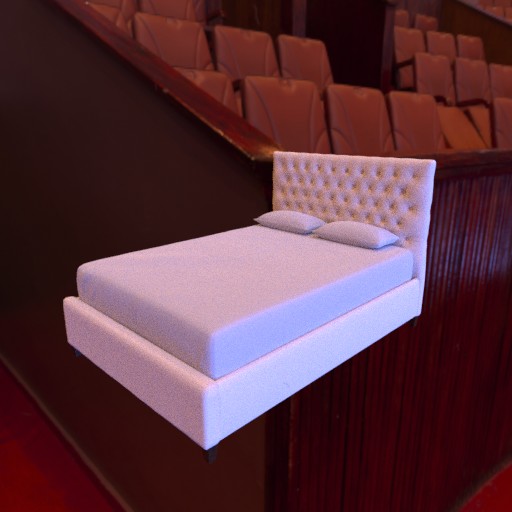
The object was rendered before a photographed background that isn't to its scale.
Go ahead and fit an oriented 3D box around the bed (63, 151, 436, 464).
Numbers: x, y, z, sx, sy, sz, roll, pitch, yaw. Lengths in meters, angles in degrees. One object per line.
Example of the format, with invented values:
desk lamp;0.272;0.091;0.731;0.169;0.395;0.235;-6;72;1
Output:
bed;0.000;0.000;3.431;1.698;1.427;2.387;16;23;42
